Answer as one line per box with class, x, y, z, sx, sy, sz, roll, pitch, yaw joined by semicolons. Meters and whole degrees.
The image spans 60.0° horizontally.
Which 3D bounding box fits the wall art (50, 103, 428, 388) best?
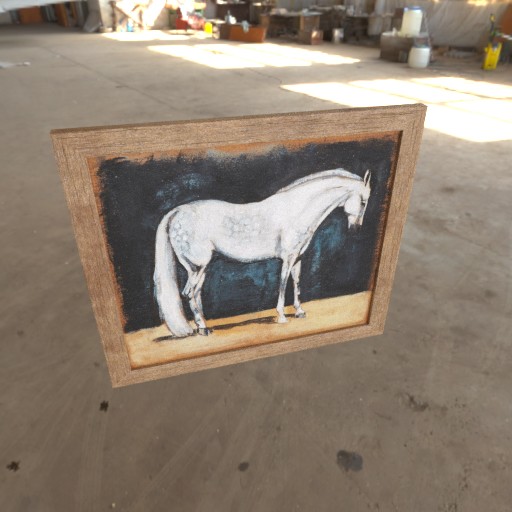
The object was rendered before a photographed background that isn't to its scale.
wall art;0.000;0.000;0.950;0.690;0.588;0.026;-8;33;-13
